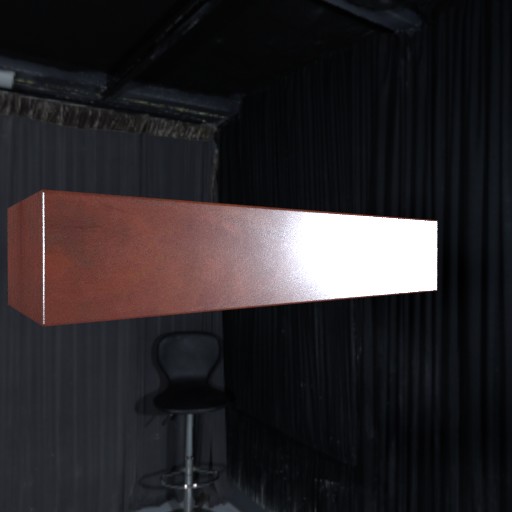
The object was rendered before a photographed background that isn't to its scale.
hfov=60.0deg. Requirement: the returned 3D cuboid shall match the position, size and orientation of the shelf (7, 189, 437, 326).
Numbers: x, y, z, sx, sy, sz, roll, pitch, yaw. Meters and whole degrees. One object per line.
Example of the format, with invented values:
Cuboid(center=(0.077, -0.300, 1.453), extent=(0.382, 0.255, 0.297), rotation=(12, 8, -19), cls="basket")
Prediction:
Cuboid(center=(0.000, 0.000, 0.484), extent=(0.457, 0.088, 0.152), rotation=(0, 0, -37), cls="shelf")
